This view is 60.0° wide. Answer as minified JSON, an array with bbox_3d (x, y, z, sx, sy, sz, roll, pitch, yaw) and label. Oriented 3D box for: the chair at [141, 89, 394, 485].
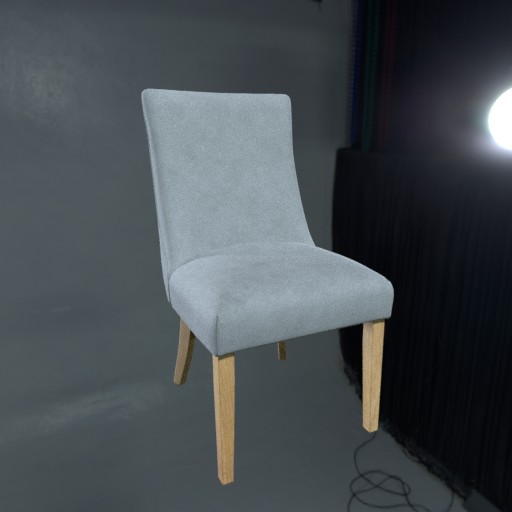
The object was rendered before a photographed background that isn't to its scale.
[{"bbox_3d":[0.000,0.000,1.239,0.495,0.902,0.610,-7,17,-25],"label":"chair"}]
